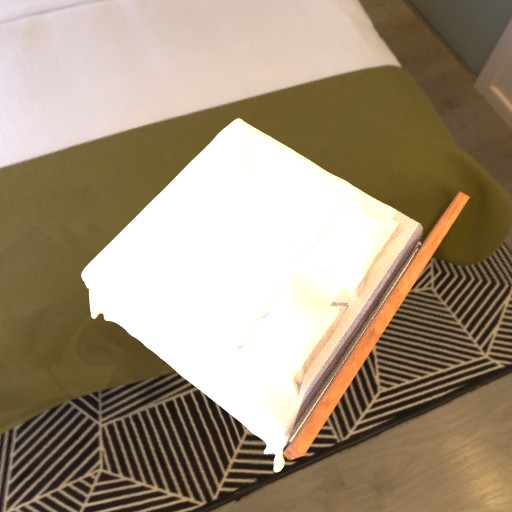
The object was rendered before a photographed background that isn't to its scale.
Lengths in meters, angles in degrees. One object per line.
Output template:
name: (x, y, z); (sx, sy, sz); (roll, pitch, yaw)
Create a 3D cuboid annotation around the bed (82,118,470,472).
bed: (0.000, 0.000, 3.462); (2.165, 1.158, 2.255); (34, 69, 15)
